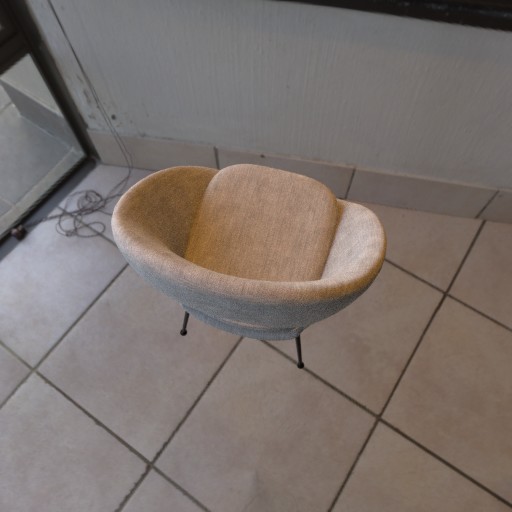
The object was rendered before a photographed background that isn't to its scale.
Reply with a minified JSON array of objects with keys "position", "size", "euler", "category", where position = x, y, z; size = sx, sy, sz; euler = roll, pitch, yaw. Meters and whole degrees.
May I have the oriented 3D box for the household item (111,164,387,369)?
[{"position":[0.000,0.000,1.281],"size":[0.643,0.869,0.587],"euler":[14,65,7],"category":"household item"}]
